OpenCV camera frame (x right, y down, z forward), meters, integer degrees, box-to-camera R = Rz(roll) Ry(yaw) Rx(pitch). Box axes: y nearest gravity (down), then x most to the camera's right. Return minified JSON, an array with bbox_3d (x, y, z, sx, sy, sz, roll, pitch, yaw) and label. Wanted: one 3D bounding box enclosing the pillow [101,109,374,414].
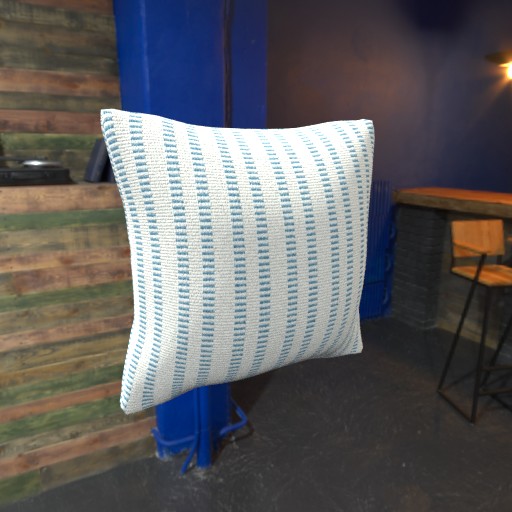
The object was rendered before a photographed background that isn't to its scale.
[{"bbox_3d":[0.000,0.000,0.686,0.438,0.419,0.247,-7,15,-27],"label":"pillow"}]
